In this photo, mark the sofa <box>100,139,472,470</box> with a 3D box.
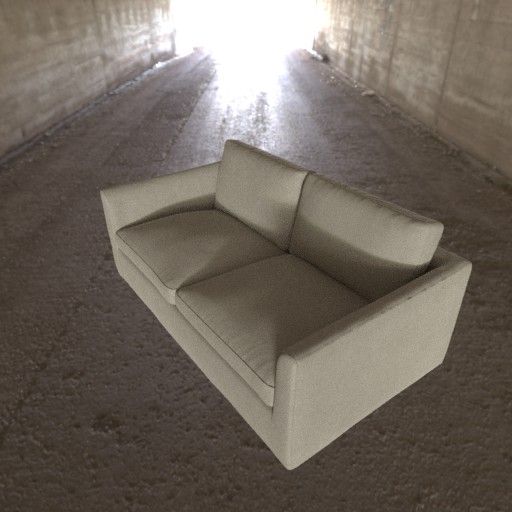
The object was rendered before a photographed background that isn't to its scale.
[{"bbox_3d":[0.000,0.000,2.515,1.091,0.839,1.905,-20,36,-31],"label":"sofa"}]
